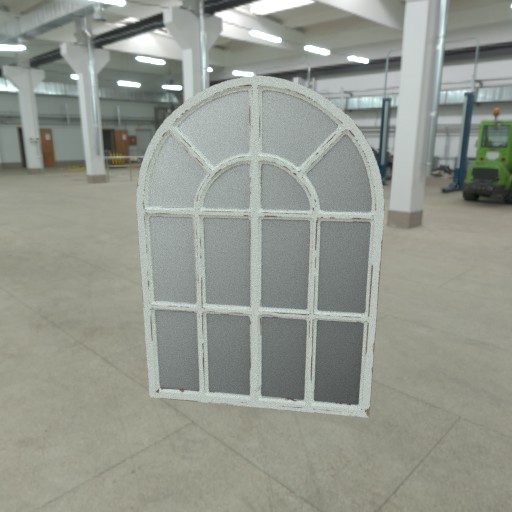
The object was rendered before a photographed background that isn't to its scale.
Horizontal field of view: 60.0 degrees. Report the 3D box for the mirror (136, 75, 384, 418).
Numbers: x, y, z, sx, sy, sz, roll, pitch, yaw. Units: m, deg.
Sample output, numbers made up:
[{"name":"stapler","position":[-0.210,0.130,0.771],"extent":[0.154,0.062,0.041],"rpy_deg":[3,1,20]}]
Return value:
[{"name":"mirror","position":[0.000,0.000,1.214],"extent":[0.660,0.920,0.032],"rpy_deg":[2,15,9]}]
